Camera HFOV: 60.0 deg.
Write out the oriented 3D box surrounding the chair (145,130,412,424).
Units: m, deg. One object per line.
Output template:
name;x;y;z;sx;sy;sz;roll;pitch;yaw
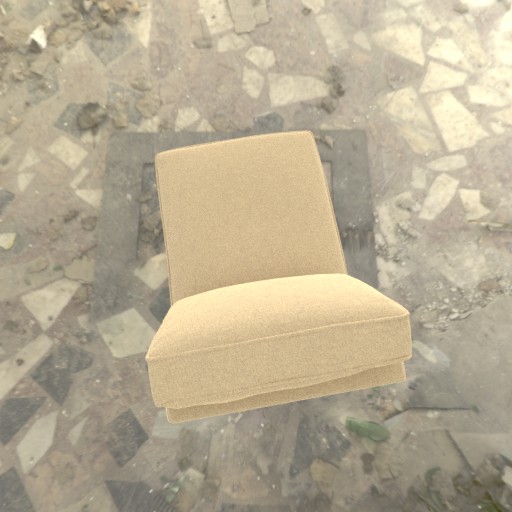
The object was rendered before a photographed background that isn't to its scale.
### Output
chair;0.000;0.000;1.519;0.621;0.970;0.938;-10;75;-3
